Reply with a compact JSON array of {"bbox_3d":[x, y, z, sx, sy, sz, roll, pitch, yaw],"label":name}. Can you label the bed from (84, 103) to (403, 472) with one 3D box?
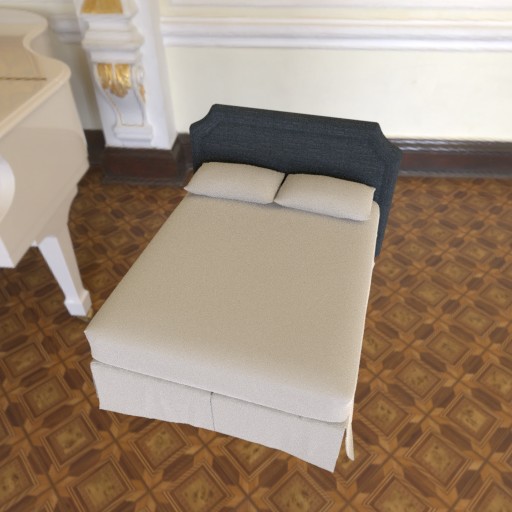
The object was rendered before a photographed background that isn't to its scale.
[{"bbox_3d":[0.000,0.000,3.218,1.828,1.297,2.208,11,42,12],"label":"bed"}]
